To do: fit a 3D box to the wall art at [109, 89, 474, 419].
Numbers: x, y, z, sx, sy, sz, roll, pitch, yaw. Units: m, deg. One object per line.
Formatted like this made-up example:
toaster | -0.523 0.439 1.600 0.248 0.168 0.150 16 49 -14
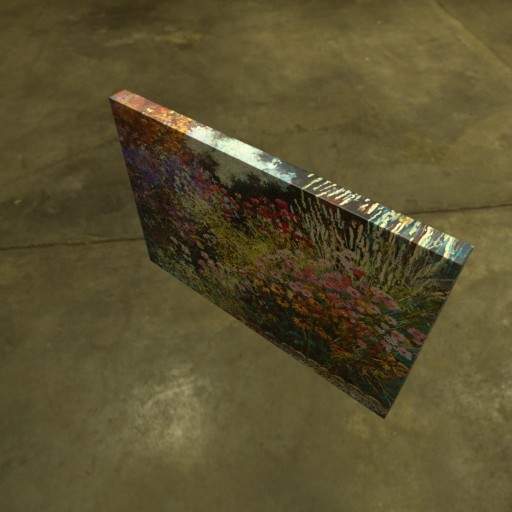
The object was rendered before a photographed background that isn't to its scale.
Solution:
wall art | 0.000 0.000 0.775 0.610 0.406 0.037 30 54 25
